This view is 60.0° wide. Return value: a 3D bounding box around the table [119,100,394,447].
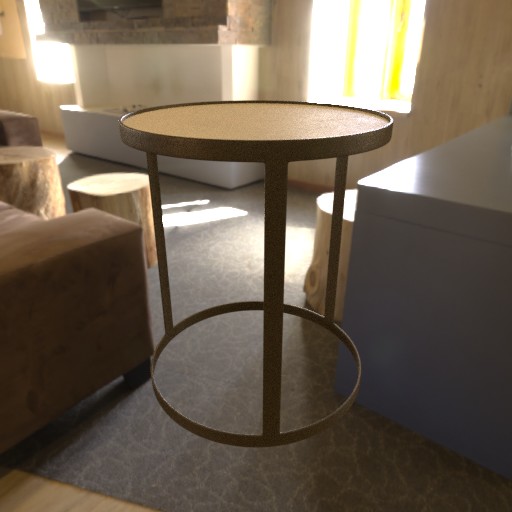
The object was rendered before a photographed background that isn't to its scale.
[{"bbox_3d":[0.000,0.000,0.923,0.480,0.565,0.480,0,25,0],"label":"table"}]
